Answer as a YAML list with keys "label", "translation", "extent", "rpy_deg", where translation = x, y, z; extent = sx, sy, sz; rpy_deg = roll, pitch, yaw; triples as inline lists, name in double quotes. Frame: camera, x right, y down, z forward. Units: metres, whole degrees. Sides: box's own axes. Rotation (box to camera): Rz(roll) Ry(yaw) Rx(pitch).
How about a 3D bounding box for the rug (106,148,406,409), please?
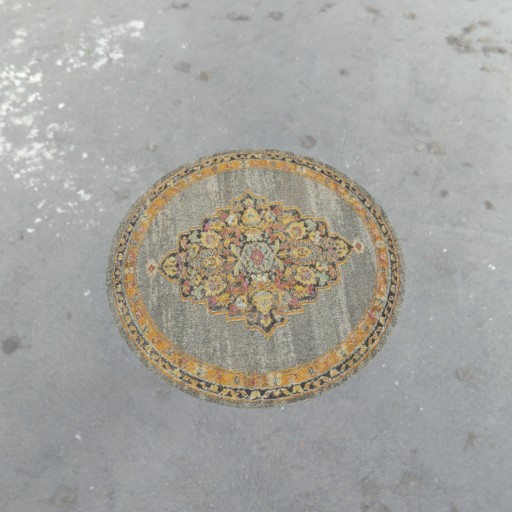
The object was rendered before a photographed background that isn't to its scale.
- label: "rug"
  translation: [0.000, 0.000, 3.566]
  extent: [2.382, 0.014, 2.382]
  rpy_deg: [0, 59, 0]
